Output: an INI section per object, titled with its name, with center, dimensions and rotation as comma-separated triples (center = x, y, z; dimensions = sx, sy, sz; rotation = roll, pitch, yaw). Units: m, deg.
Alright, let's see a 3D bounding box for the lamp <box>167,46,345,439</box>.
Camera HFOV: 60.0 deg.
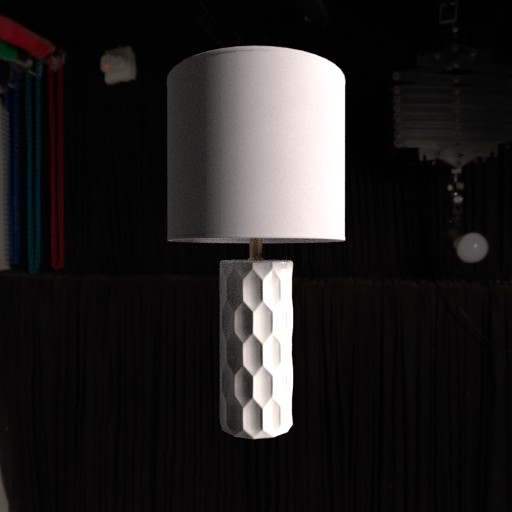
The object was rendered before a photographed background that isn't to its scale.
[lamp]
center = 0.000, 0.000, 0.704
dimensions = 0.277, 0.537, 0.277
rotation = 0, 0, 19
